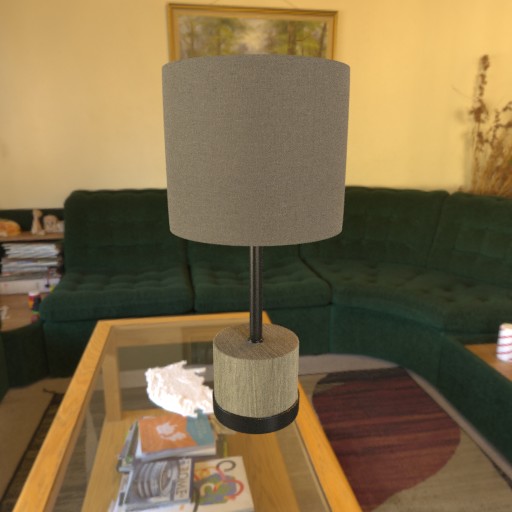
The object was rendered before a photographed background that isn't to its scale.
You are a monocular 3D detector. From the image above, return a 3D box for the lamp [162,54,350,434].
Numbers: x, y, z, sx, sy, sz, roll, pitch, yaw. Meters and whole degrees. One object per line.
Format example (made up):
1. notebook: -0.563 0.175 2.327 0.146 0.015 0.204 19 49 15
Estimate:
1. lamp: 0.000 0.000 0.604 0.229 0.470 0.229 -7 17 -26
